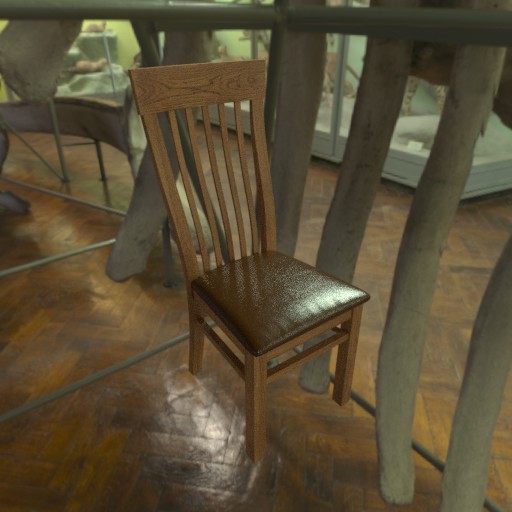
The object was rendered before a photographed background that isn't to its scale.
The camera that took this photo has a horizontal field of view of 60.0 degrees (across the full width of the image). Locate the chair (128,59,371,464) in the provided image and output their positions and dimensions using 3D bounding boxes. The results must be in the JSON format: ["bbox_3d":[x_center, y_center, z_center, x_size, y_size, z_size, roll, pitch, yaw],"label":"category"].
[{"bbox_3d":[0.000,0.000,1.368,0.450,1.050,0.580,-20,35,-31],"label":"chair"}]
